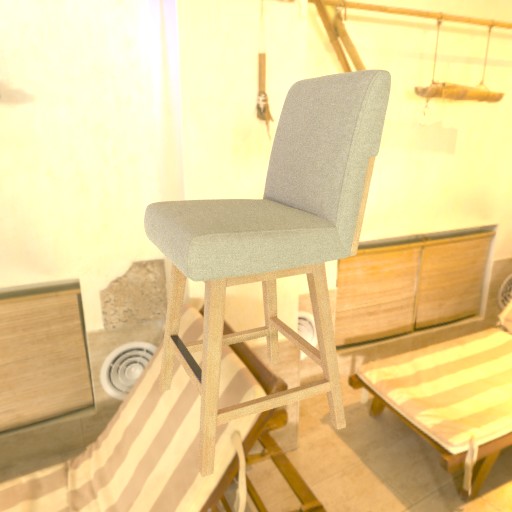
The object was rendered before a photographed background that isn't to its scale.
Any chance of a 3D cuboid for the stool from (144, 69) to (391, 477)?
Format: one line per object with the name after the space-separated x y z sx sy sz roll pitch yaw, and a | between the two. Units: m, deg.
0.000 0.000 1.396 0.606 1.085 0.507 -8 19 -25 | stool
